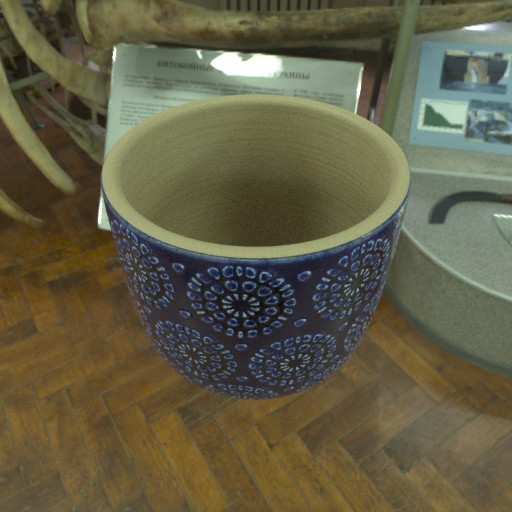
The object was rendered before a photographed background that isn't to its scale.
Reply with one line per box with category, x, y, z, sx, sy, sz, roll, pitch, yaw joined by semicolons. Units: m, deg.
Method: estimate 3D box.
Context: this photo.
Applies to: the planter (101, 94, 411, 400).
planter;0.000;0.000;0.289;0.165;0.149;0.165;0;43;0
